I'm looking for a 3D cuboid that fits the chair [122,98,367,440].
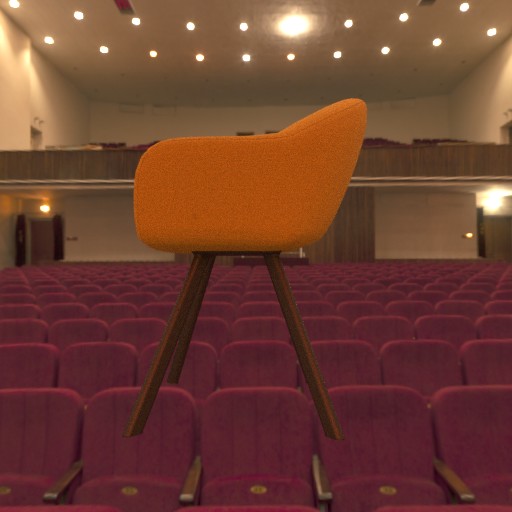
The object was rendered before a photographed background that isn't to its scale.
[{"bbox_3d":[0.000,0.000,1.167,0.565,0.775,0.545,0,-1,1],"label":"chair"}]
